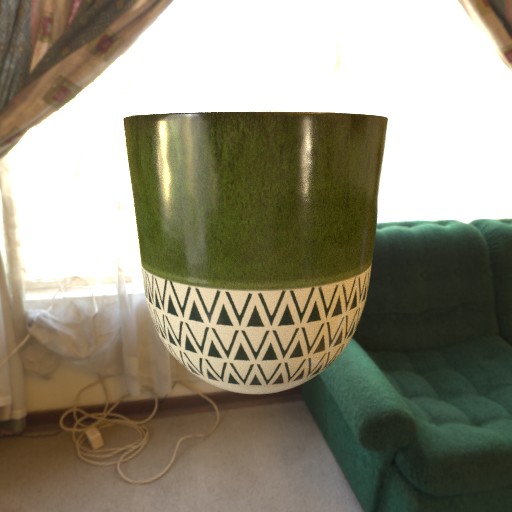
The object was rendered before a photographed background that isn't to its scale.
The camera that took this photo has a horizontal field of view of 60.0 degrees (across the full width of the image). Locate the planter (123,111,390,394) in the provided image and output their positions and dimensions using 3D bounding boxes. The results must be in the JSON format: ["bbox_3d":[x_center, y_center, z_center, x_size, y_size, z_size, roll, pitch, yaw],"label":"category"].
[{"bbox_3d":[0.000,0.000,0.457,0.245,0.270,0.245,0,15,0],"label":"planter"}]
